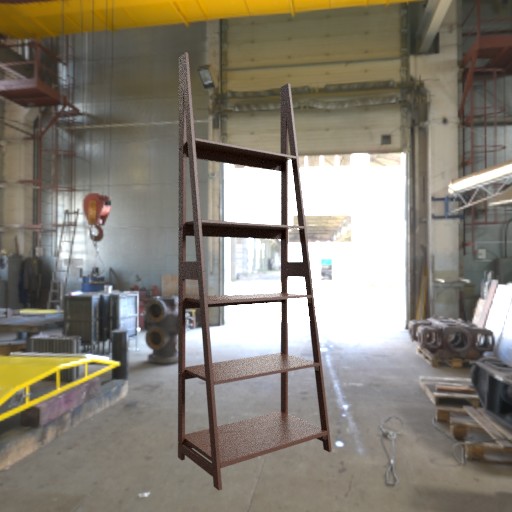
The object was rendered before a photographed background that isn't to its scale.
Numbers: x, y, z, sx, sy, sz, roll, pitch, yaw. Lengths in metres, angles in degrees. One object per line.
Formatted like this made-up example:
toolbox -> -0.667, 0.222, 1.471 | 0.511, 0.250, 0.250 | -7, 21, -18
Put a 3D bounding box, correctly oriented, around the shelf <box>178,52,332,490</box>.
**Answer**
shelf -> 0.000, 0.000, 1.991 | 0.600, 1.770, 0.350 | 1, -1, -36
